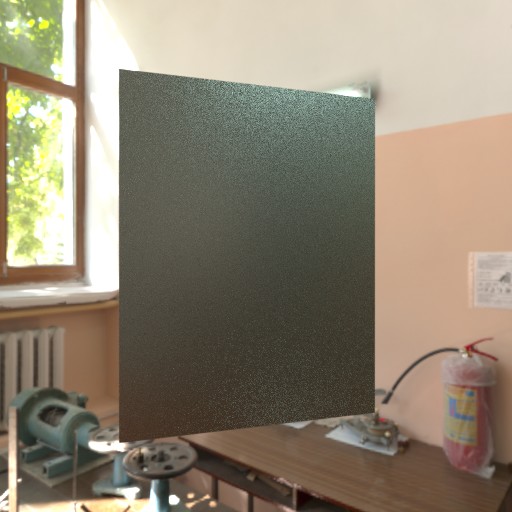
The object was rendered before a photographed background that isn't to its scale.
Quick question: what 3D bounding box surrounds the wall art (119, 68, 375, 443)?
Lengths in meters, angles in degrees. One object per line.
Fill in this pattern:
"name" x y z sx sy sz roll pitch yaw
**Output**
"wall art" 0.000 0.000 0.751 0.444 0.569 0.025 0 0 -17
